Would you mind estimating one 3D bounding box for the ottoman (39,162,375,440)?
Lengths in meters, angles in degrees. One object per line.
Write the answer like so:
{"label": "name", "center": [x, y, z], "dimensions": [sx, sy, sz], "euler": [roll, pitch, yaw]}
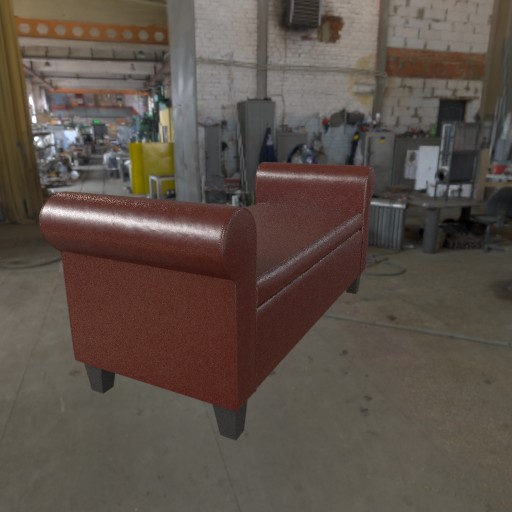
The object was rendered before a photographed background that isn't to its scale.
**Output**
{"label": "ottoman", "center": [0.000, 0.000, 1.522], "dimensions": [0.521, 0.547, 1.256], "euler": [8, 18, 26]}
